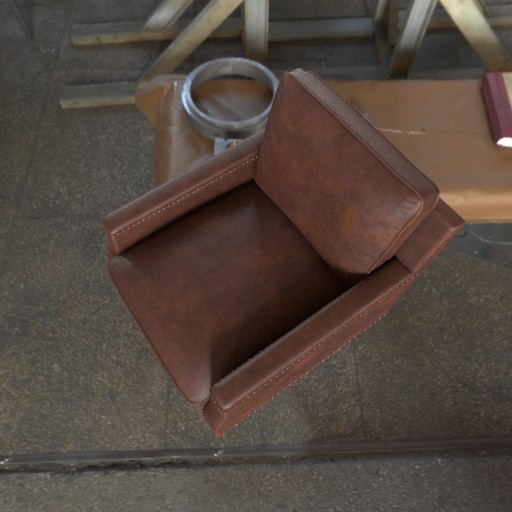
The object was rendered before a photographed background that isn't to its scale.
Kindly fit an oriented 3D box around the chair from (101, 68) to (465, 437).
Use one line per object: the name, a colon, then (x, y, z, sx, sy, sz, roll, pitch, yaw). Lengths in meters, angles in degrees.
chair: (0.000, 0.000, 1.694, 1.014, 0.929, 0.853, -32, 67, -15)
